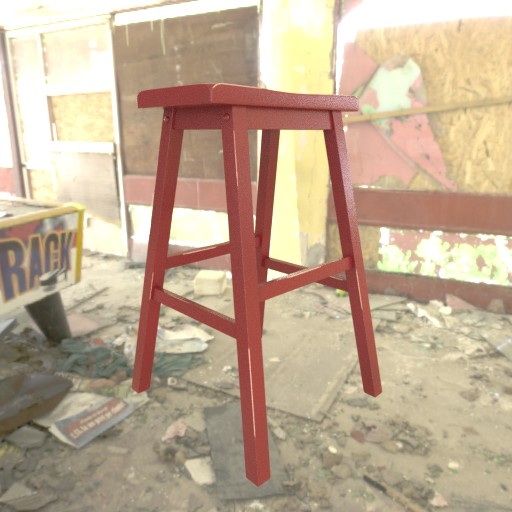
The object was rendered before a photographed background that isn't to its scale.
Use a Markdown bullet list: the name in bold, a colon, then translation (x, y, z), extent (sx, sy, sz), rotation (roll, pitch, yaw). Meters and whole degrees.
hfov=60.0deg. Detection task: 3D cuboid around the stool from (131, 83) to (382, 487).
- **stool**: translation (0.000, 0.000, 1.066), extent (0.457, 0.737, 0.476), rotation (-15, 22, -43)
